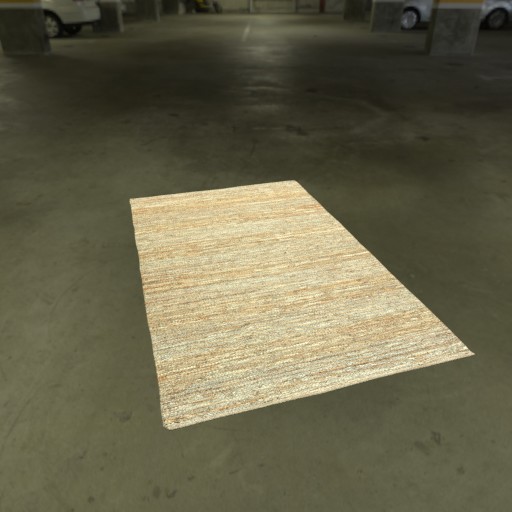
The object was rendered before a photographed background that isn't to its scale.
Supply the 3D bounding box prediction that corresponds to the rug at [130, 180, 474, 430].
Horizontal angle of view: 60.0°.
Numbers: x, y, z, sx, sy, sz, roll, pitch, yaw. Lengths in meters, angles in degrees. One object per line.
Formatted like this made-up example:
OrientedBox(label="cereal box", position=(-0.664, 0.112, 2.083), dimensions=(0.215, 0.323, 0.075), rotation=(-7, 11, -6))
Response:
OrientedBox(label="rug", position=(0.000, 0.000, 3.000), dimensions=(1.529, 0.009, 2.446), rotation=(-9, 32, -15))
